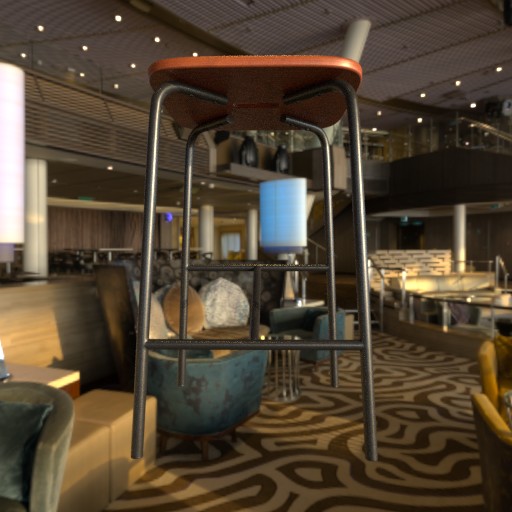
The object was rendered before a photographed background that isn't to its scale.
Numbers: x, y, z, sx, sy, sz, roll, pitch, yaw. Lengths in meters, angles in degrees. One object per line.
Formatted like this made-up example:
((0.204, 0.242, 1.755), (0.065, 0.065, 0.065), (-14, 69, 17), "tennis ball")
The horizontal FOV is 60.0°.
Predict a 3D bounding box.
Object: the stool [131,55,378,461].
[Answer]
((0.000, 0.000, 0.850), (0.376, 0.610, 0.376), (0, 1, 1), "stool")
